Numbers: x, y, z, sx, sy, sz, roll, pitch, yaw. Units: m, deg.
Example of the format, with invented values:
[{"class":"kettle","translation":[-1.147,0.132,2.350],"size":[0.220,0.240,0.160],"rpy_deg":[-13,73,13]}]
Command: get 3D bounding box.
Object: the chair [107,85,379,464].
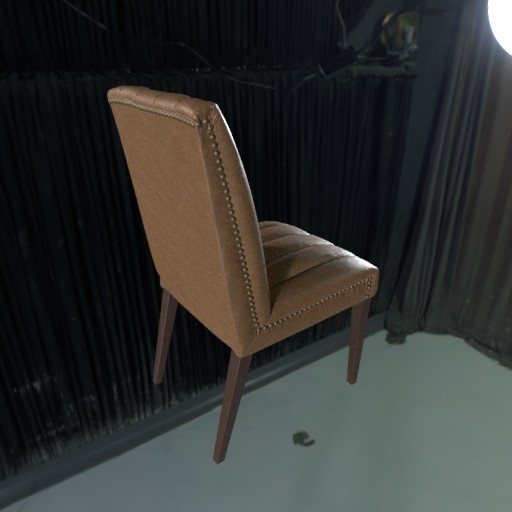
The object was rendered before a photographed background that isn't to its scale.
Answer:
[{"class":"chair","translation":[0.000,0.000,1.395],"size":[0.647,1.016,0.511],"rpy_deg":[-18,32,-32]}]
